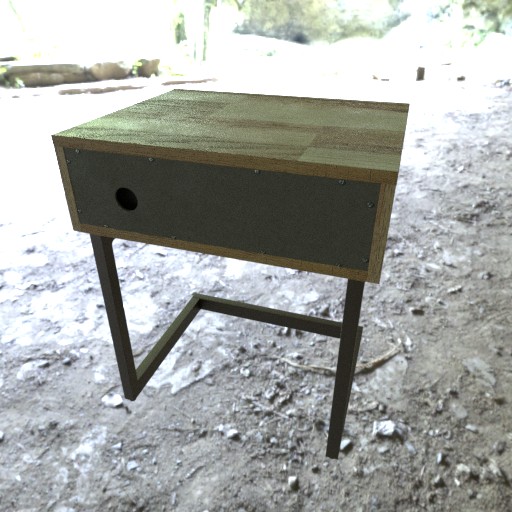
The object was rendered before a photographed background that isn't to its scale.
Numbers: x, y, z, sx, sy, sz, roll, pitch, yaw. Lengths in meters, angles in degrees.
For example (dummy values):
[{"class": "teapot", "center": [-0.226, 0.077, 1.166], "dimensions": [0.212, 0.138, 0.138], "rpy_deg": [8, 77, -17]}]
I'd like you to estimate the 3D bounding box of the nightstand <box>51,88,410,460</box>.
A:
[{"class": "nightstand", "center": [0.000, 0.000, 1.014], "dimensions": [0.558, 0.632, 0.481], "rpy_deg": [10, 32, 16]}]
